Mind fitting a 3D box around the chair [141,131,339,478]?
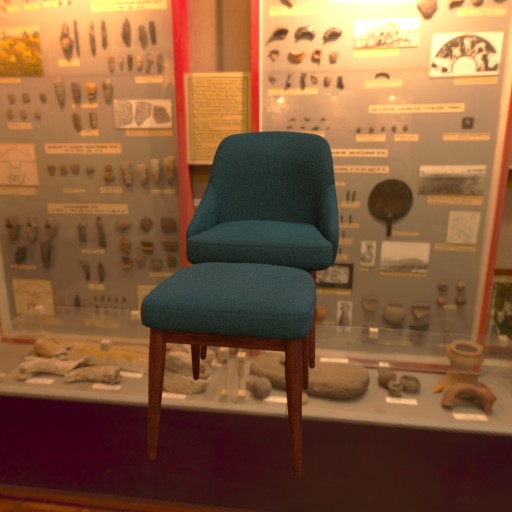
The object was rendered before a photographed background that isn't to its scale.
[{"bbox_3d":[0.000,0.000,1.578,0.584,0.866,1.114,2,15,9],"label":"chair"}]
